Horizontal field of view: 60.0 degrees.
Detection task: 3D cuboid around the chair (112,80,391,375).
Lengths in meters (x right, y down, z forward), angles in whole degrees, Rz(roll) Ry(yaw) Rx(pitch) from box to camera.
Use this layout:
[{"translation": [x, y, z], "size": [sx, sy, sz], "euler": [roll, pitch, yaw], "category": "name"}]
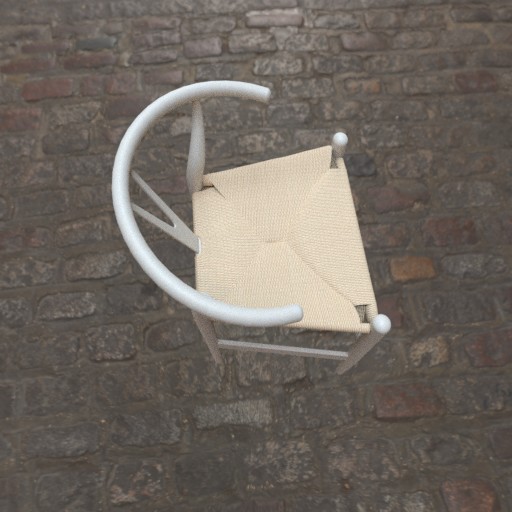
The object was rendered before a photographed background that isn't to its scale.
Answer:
[{"translation": [0.000, 0.000, 1.097], "size": [0.500, 0.736, 0.533], "euler": [-5, 65, -2], "category": "chair"}]
